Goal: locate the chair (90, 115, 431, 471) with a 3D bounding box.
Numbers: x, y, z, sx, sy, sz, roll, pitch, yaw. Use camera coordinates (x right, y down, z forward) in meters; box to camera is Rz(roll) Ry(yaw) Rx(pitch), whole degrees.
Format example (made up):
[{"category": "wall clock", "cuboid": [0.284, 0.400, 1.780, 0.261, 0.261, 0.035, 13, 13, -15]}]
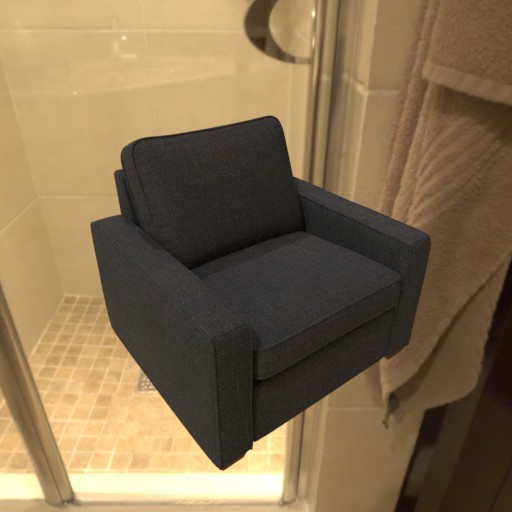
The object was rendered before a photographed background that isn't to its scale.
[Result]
[{"category": "chair", "cuboid": [0.000, 0.000, 1.775, 1.017, 0.919, 0.940, -21, 37, -32]}]
